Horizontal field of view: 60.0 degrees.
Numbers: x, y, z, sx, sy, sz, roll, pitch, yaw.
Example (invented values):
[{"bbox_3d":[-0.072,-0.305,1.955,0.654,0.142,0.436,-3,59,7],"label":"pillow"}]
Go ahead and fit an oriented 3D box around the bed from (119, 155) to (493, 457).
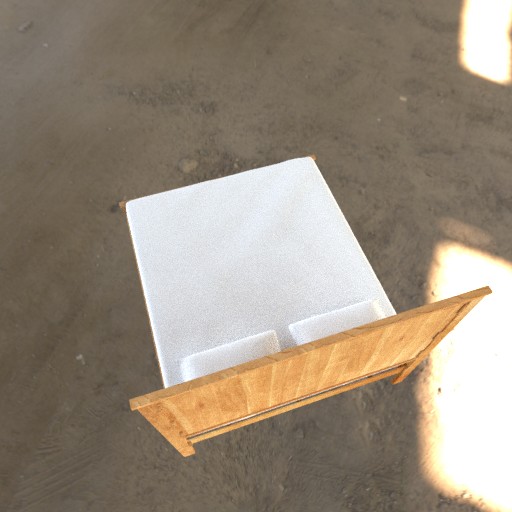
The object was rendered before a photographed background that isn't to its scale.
[{"bbox_3d":[0.000,0.000,3.984,2.225,1.938,2.530,-16,60,-9],"label":"bed"}]
